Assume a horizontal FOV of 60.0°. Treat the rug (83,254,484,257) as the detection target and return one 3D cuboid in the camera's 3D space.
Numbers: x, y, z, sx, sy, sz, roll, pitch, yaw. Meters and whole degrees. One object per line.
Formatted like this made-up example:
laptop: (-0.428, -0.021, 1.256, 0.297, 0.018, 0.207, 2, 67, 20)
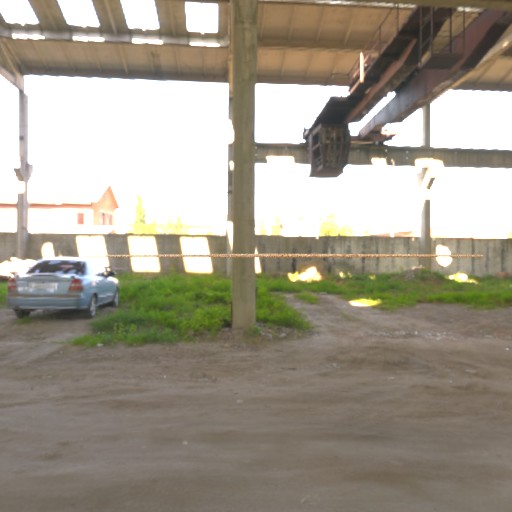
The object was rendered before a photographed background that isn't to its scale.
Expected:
rug: (0.000, 0.000, 2.795, 1.566, 0.013, 2.141, 0, 0, -38)
